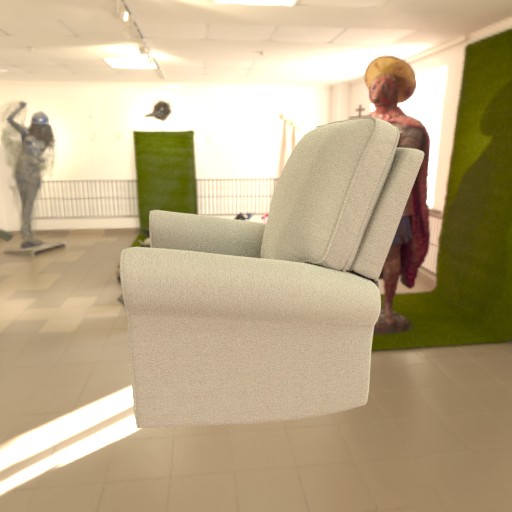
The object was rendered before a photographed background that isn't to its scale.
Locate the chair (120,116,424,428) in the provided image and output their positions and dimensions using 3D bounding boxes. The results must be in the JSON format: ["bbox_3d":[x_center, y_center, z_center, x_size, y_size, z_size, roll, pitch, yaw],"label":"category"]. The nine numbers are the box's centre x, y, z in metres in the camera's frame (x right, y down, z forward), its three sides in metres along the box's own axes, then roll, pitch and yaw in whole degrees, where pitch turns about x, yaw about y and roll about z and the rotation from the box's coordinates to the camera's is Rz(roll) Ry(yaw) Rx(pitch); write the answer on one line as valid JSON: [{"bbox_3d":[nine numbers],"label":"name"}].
[{"bbox_3d":[0.000,0.000,1.633,0.878,0.960,0.890,-2,14,-7],"label":"chair"}]
